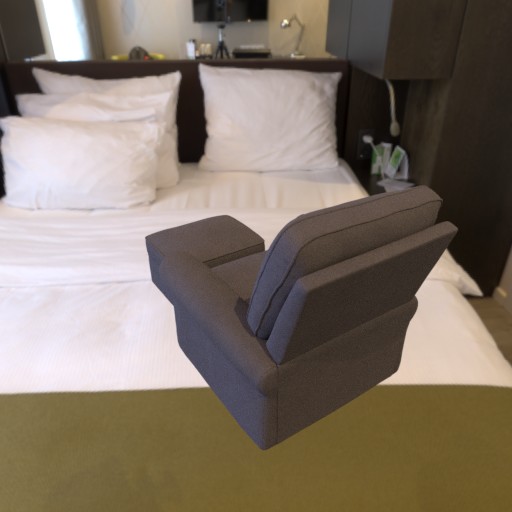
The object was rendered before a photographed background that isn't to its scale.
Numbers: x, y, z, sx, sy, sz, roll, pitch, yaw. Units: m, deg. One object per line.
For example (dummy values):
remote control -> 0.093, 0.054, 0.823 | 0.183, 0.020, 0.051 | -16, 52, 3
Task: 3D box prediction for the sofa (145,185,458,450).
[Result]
sofa -> 0.000, 0.000, 2.046 | 0.880, 0.959, 1.478 | -18, 34, -29
